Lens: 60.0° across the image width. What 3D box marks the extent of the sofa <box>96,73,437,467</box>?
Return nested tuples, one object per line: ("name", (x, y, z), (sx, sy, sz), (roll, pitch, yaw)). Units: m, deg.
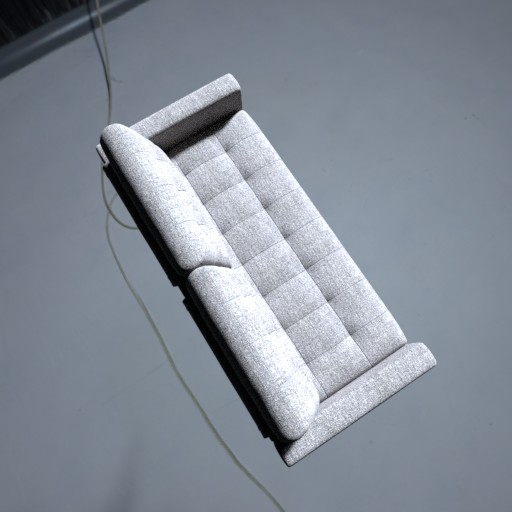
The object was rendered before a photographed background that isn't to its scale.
("sofa", (0.000, 0.000, 2.302), (0.863, 0.902, 1.821), (-32, 78, -7))
